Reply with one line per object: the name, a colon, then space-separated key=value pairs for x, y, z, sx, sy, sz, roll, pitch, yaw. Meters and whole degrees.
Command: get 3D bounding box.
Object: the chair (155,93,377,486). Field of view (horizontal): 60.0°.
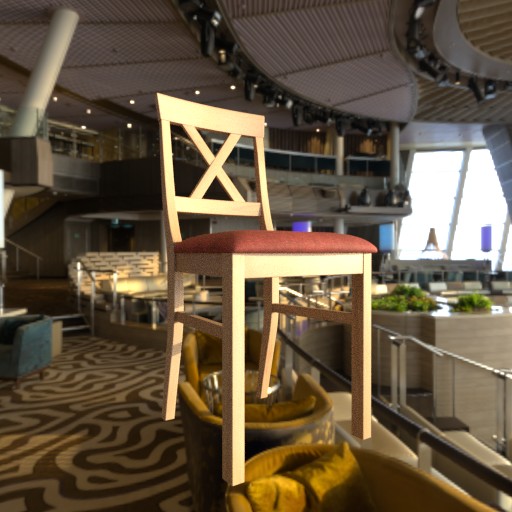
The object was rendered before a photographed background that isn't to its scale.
chair: x=0.000 y=0.000 z=1.174 sx=0.439 sy=0.912 sz=0.492 roll=0 pitch=1 yaw=-35
